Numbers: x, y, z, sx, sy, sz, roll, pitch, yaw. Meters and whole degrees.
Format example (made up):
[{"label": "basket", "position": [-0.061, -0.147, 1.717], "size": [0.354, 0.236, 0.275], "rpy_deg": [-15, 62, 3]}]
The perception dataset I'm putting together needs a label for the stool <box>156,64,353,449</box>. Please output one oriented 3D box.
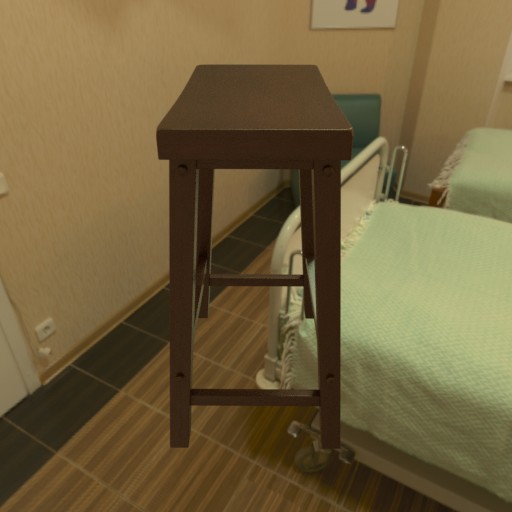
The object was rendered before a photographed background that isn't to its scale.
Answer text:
[{"label": "stool", "position": [0.000, 0.000, 0.843], "size": [0.322, 0.610, 0.406], "rpy_deg": [0, 33, 0]}]
